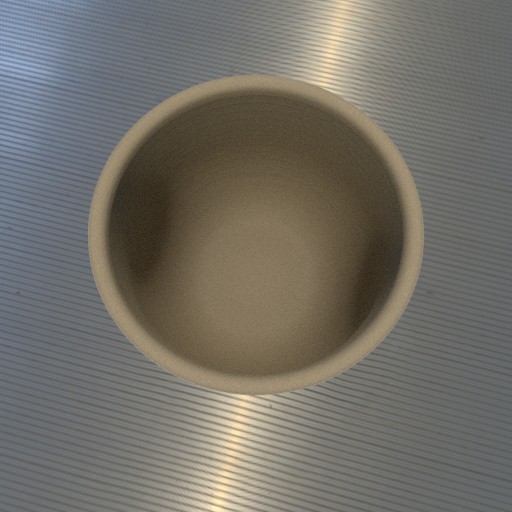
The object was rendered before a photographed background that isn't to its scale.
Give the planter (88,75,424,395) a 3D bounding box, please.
[{"bbox_3d":[0.000,0.000,0.216,0.124,0.109,0.124,0,76,0],"label":"planter"}]
